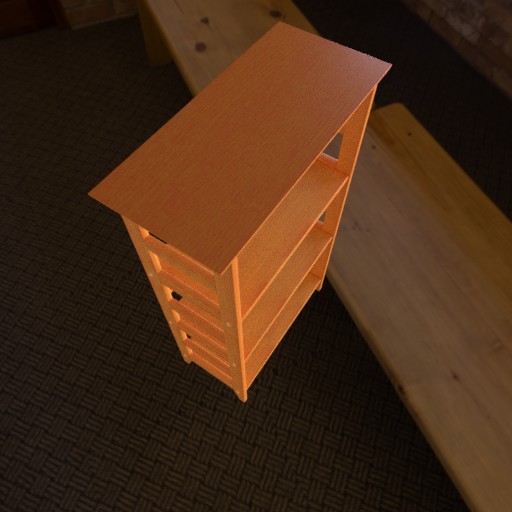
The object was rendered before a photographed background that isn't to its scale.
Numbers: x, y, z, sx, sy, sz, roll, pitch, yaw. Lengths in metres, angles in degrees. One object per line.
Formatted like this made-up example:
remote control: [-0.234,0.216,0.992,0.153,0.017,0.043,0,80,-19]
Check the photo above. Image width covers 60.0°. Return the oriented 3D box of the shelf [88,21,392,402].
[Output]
shelf: [0.000,0.000,1.372,0.305,1.067,0.660,30,63,17]
